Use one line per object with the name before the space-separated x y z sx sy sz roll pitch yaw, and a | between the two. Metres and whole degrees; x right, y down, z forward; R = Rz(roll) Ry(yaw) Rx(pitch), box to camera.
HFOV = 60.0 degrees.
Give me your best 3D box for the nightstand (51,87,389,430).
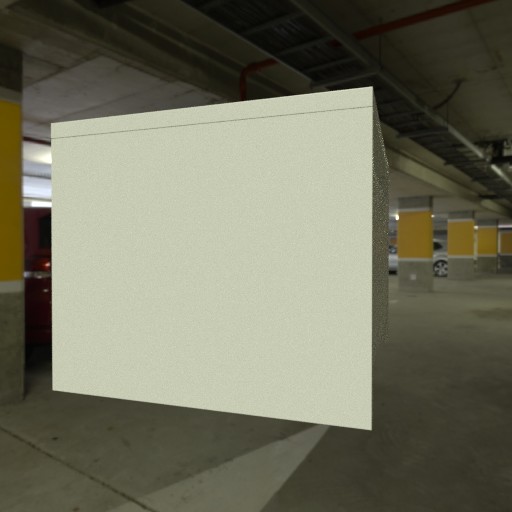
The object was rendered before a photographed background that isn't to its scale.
nightstand | 0.000 0.000 0.739 0.408 0.351 0.470 0 1 19
